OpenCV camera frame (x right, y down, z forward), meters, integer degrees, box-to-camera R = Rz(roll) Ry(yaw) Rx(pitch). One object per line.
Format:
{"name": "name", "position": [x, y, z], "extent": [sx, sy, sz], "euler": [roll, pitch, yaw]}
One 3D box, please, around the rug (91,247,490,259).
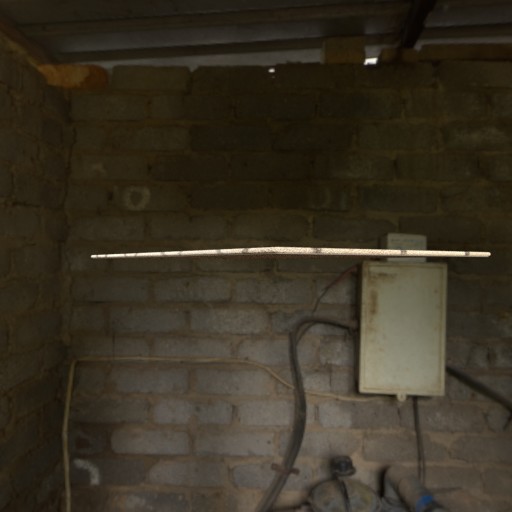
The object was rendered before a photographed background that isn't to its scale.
{"name": "rug", "position": [0.000, 0.000, 2.944], "extent": [1.501, 0.024, 2.348], "euler": [1, -1, -36]}
